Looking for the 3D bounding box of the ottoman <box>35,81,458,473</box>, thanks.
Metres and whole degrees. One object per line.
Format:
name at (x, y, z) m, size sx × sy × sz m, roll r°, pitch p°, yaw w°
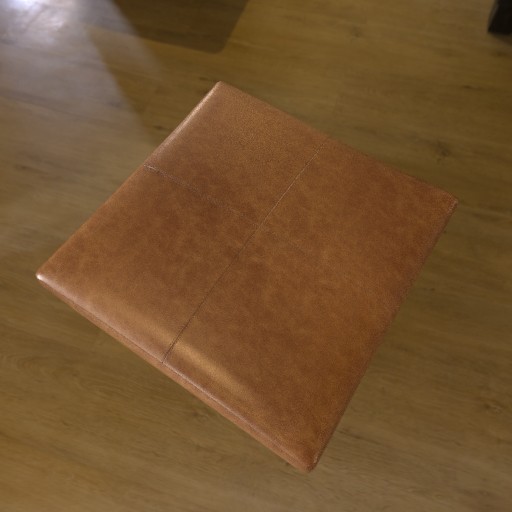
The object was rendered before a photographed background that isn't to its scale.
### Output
ottoman at (0.000, 0.000, 1.818) m, size 1.168 × 0.483 × 1.169 m, roll 31°, pitch 68°, yaw 14°
